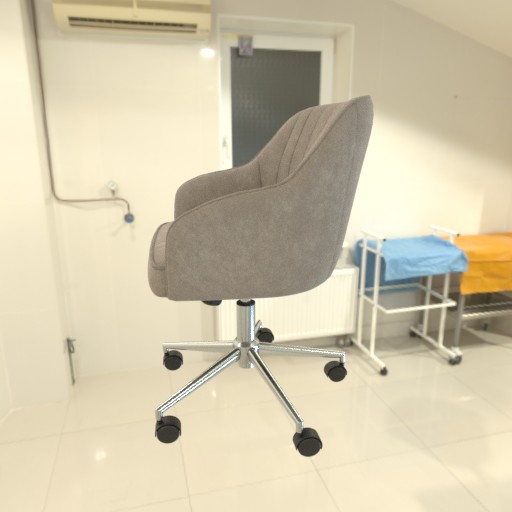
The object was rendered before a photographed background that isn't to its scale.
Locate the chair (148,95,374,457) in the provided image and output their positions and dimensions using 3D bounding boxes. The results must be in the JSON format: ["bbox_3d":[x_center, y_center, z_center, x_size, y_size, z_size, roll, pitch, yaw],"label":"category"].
[{"bbox_3d":[0.000,0.000,1.234,0.573,0.831,0.635,-2,15,-8],"label":"chair"}]
